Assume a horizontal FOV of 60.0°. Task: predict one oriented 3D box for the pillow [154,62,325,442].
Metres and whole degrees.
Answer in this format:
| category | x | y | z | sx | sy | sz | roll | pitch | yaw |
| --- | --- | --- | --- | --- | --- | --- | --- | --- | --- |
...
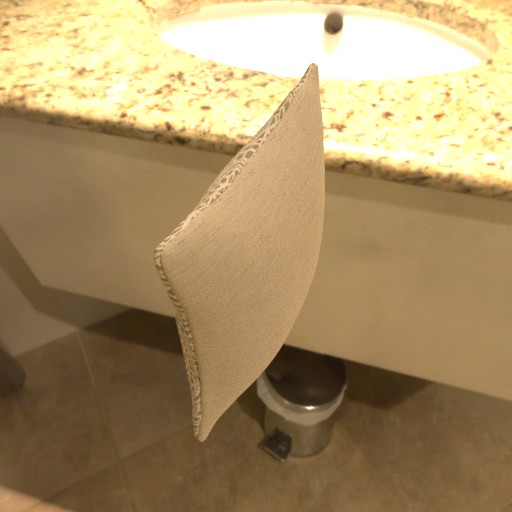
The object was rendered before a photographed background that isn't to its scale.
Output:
| category | x | y | z | sx | sy | sz | roll | pitch | yaw |
| --- | --- | --- | --- | --- | --- | --- | --- | --- | --- |
| pillow | 0.000 | 0.000 | 0.673 | 0.167 | 0.421 | 0.438 | 18 | 49 | 16 |
